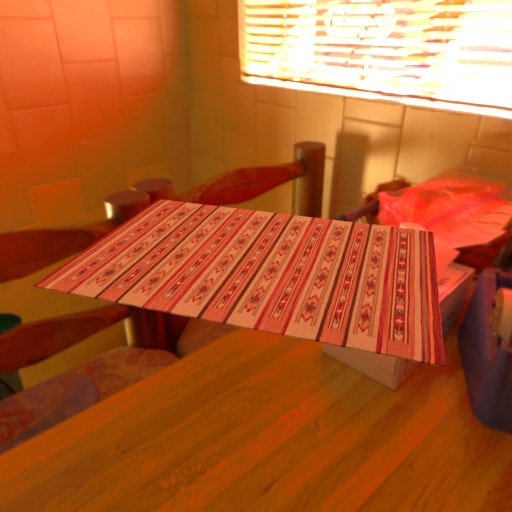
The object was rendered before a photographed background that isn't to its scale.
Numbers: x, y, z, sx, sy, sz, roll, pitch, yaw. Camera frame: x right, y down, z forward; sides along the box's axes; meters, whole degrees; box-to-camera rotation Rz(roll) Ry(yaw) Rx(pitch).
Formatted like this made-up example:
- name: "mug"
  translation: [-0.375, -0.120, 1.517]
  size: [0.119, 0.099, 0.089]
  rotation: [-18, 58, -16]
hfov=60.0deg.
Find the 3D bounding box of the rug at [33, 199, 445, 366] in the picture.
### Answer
- name: "rug"
  translation: [0.000, 0.000, 2.354]
  size: [1.817, 0.008, 1.223]
  rotation: [8, 29, 16]
